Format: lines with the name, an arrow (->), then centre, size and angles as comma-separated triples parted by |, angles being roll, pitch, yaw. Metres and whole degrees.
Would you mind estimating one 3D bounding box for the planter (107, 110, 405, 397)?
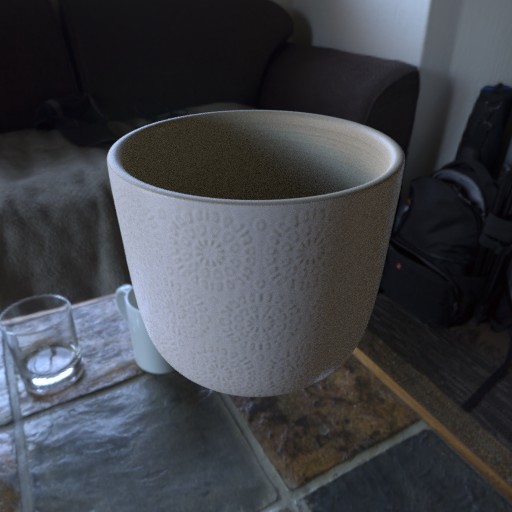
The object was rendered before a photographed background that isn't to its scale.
planter -> 0.000, 0.000, 0.369 | 0.208, 0.190, 0.208 | 0, 31, 0
